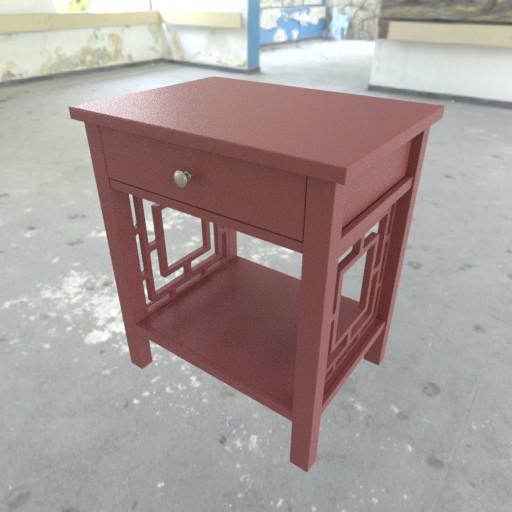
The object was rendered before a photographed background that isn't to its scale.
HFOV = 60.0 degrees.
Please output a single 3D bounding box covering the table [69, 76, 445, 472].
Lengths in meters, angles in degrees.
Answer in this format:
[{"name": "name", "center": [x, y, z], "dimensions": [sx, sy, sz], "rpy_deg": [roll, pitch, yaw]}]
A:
[{"name": "table", "center": [0.000, 0.000, 1.048], "dimensions": [0.599, 0.686, 0.451], "rpy_deg": [20, 36, 30]}]
